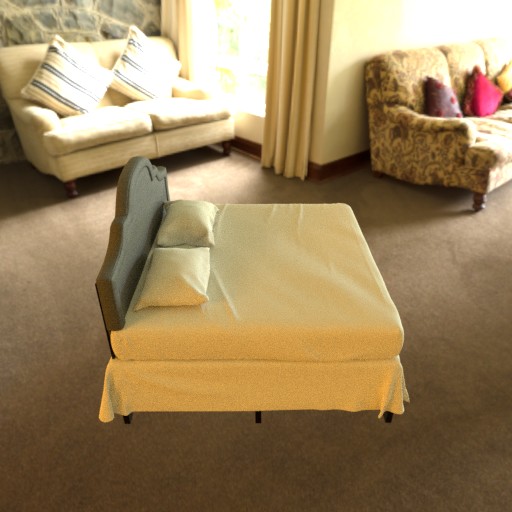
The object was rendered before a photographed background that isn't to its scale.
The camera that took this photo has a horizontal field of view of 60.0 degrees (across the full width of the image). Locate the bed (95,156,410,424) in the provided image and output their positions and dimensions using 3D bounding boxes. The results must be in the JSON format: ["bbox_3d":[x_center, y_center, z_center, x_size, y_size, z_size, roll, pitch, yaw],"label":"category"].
[{"bbox_3d":[0.000,0.000,3.723,2.222,1.631,2.303,0,32,0],"label":"bed"}]
